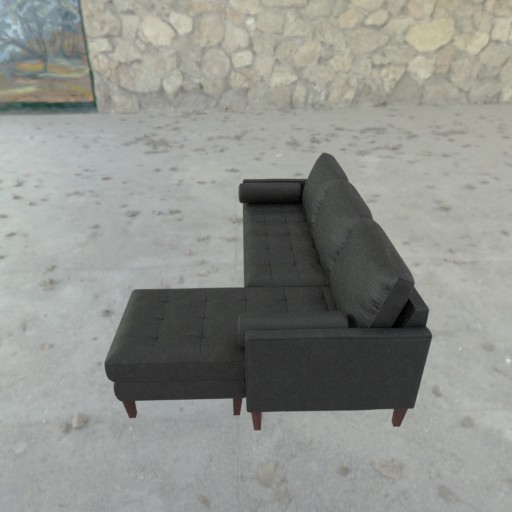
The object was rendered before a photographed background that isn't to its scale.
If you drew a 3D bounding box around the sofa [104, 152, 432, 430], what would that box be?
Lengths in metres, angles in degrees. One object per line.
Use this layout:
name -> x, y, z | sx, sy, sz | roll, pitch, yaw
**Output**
sofa -> 0.000, 0.000, 2.957 | 1.497, 0.876, 2.178 | -1, 28, -2
